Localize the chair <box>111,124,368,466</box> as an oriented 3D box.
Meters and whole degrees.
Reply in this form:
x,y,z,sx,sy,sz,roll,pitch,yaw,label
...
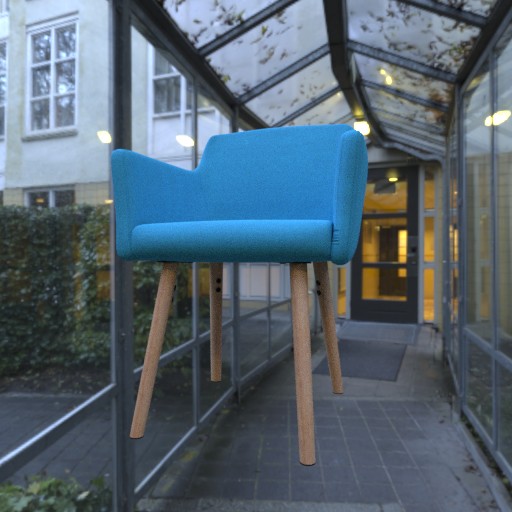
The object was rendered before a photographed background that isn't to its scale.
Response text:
x,y,z,sx,sy,sz,roll,pitch,yaw,label
0.000,0.000,1.140,0.570,0.780,0.540,0,1,18,chair
